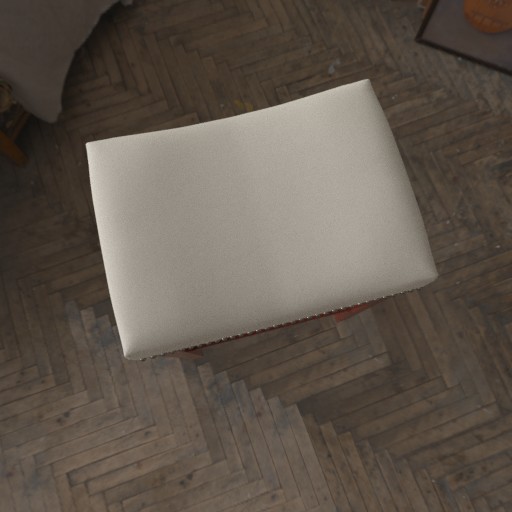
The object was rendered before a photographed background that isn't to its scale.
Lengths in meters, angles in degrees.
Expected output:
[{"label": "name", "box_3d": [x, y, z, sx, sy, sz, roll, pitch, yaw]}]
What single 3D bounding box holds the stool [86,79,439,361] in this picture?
[{"label": "stool", "box_3d": [0.000, 0.000, 1.036, 0.504, 0.742, 0.372, -14, 77, -3]}]
